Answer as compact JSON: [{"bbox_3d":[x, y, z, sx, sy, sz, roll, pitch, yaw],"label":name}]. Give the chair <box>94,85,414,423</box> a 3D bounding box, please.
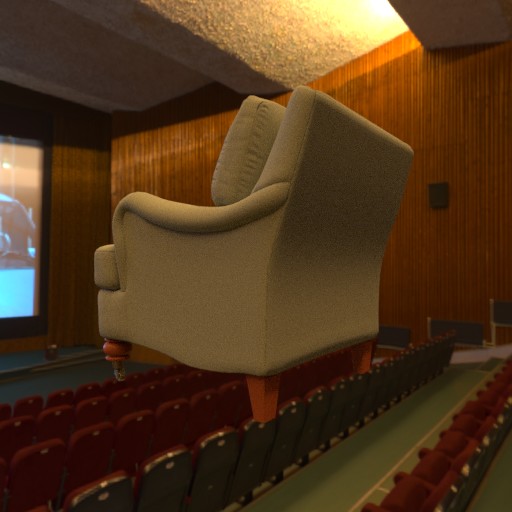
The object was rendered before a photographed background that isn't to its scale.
[{"bbox_3d":[0.000,0.000,1.883,1.070,1.038,0.955,0,0,37],"label":"chair"}]
